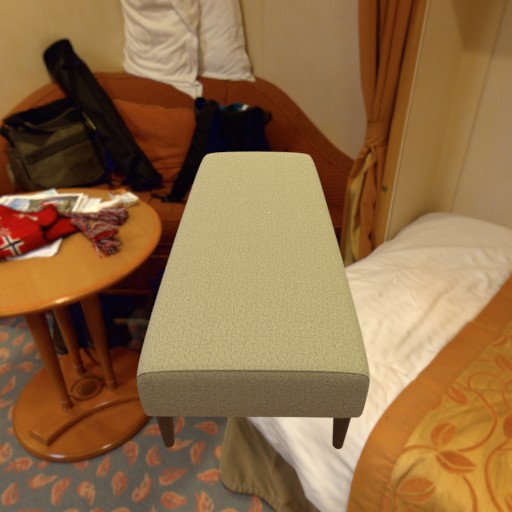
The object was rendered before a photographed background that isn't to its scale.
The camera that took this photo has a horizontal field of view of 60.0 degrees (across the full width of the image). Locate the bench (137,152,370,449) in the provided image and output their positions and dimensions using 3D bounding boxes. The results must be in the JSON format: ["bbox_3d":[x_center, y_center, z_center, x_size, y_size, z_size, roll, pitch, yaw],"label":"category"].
[{"bbox_3d":[0.000,0.000,1.863,0.631,0.383,1.598,0,32,1],"label":"bench"}]
